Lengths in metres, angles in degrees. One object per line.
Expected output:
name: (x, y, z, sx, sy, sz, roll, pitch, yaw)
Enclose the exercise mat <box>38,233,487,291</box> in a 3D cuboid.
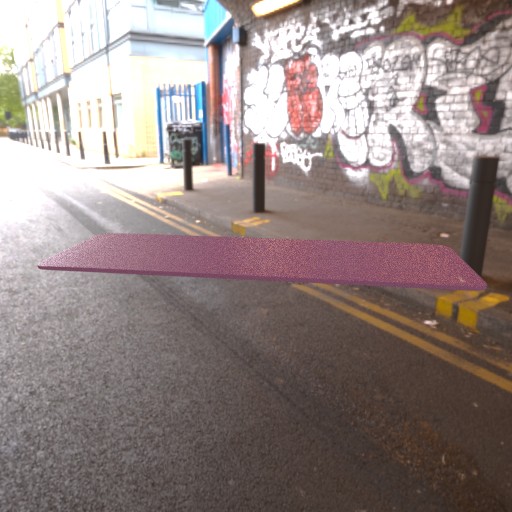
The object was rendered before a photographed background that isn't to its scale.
exercise mat: (0.000, 0.000, 2.065, 1.869, 0.021, 0.616, 2, 16, 8)
